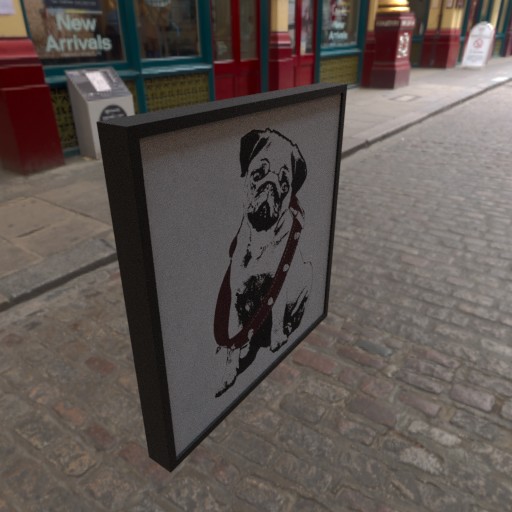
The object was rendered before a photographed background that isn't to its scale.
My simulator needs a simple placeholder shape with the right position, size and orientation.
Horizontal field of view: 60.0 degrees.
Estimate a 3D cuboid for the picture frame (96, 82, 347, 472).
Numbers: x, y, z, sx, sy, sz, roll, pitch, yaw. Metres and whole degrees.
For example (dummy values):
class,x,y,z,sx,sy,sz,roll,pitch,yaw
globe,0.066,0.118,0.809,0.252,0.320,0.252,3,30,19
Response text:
class,x,y,z,sx,sy,sz,roll,pitch,yaw
picture frame,0.000,0.000,0.468,0.030,0.317,0.317,18,32,31
